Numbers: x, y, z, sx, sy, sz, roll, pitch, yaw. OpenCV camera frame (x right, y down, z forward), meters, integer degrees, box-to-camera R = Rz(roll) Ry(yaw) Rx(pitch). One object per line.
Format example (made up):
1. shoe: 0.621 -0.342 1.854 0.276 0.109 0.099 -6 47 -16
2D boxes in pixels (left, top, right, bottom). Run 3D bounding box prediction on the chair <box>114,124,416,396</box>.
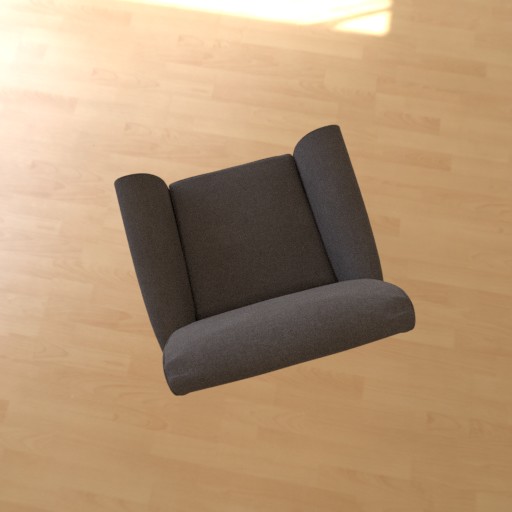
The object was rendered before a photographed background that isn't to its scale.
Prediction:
1. chair: 0.000 0.000 1.818 0.978 1.061 0.905 -15 76 -4
